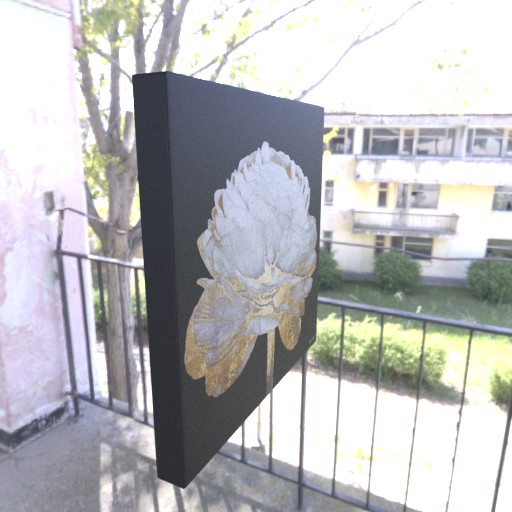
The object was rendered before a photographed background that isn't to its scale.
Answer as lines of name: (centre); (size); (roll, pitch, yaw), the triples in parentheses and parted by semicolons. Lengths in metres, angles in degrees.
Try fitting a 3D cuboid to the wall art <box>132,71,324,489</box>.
wall art: (0.000, 0.000, 0.593); (0.041, 0.407, 0.406); (7, 16, 26)
